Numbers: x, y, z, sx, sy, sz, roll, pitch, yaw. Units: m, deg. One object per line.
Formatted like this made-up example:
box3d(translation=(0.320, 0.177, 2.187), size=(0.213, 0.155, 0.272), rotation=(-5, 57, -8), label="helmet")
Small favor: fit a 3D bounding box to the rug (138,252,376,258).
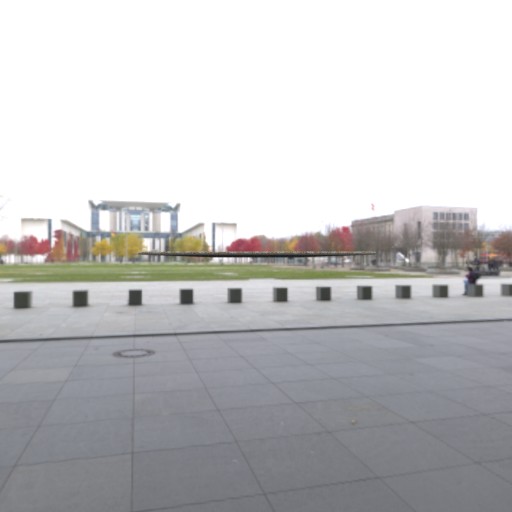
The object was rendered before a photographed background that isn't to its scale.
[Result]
box3d(translation=(0.000, 0.000, 2.604), size=(0.750, 0.009, 2.435), rotation=(0, 0, 0), label="rug")
